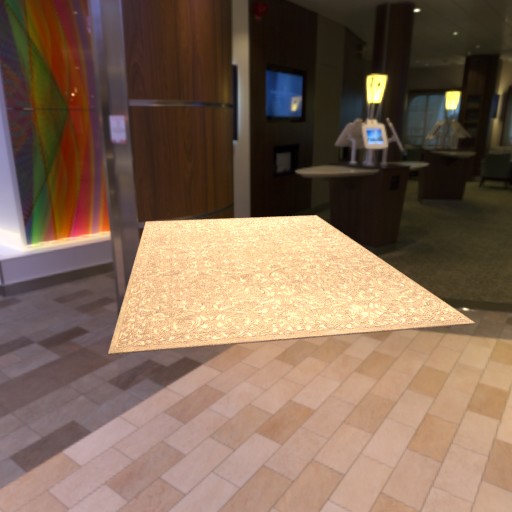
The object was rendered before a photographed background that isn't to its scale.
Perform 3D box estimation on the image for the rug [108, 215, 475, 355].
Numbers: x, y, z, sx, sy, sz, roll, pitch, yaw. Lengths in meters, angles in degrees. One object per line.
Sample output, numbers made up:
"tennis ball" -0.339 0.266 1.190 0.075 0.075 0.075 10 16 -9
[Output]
"rug" 0.000 0.000 2.293 1.221 0.006 1.827 -3 17 -9
